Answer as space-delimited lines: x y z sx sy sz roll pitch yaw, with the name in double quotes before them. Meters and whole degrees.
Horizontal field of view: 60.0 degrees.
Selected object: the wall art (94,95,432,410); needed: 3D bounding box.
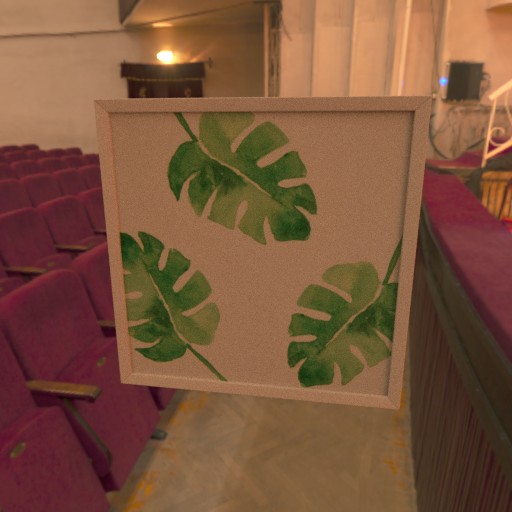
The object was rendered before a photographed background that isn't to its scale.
"wall art" 0.000 0.000 0.455 0.305 0.305 0.038 3 16 9
